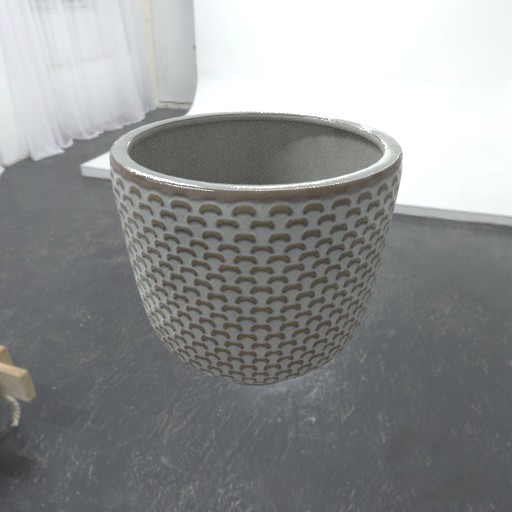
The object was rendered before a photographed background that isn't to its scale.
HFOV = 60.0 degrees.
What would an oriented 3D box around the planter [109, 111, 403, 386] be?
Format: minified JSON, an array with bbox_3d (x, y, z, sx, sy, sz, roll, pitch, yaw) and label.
[{"bbox_3d":[0.000,0.000,0.246,0.139,0.130,0.139,0,30,0],"label":"planter"}]
